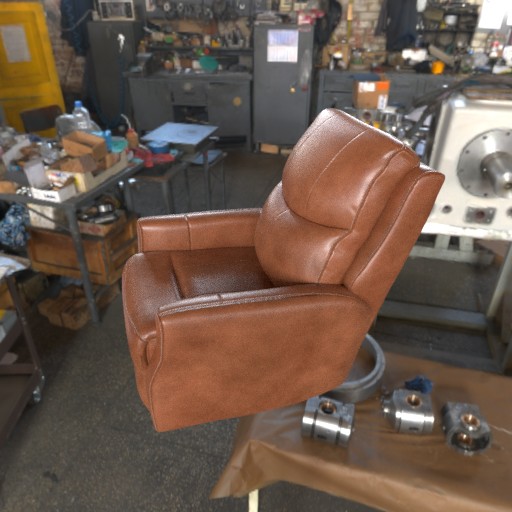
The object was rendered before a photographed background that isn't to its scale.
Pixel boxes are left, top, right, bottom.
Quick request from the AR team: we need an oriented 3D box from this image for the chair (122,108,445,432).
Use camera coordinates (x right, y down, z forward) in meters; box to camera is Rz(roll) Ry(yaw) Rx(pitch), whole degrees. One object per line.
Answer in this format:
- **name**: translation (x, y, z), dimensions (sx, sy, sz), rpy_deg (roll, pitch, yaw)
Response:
- **chair**: translation (0.000, 0.000, 1.774), dimensions (1.072, 1.016, 0.821), rpy_deg (-9, 32, -15)
